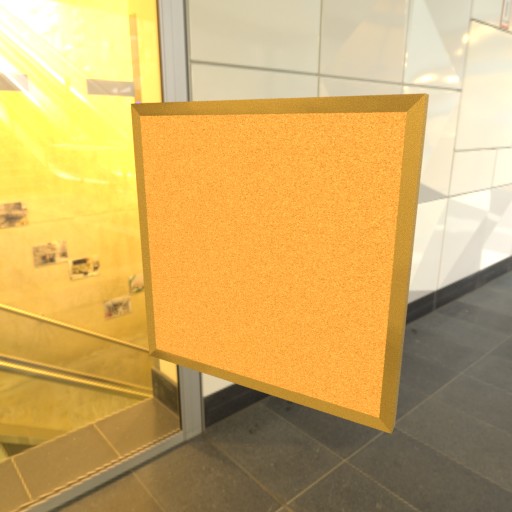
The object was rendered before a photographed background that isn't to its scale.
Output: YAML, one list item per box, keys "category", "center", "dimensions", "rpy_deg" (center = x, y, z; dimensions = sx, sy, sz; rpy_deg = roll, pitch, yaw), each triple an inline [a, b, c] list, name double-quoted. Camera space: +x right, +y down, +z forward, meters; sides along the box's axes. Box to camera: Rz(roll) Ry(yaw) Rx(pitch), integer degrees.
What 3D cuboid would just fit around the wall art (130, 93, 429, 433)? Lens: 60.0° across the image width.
- category: "wall art"
  center: [0.000, 0.000, 1.144]
  dimensions: [0.762, 0.762, 0.038]
  rpy_deg: [9, 19, 28]
